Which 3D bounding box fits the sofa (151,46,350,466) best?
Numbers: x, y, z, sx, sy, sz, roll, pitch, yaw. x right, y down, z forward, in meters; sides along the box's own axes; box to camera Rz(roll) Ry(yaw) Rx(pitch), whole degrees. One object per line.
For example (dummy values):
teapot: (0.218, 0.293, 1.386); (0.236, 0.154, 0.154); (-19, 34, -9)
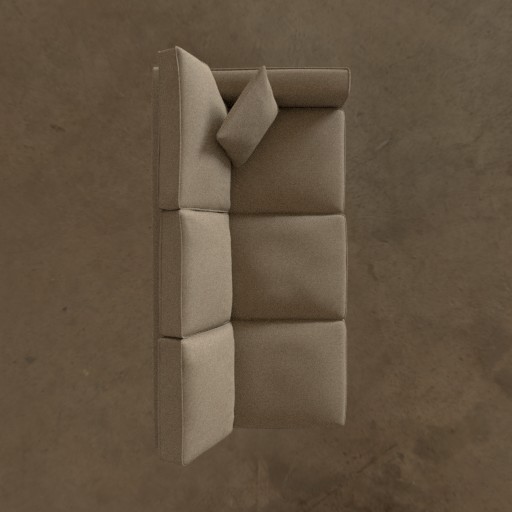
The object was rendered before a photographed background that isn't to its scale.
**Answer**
sofa: (0.000, 0.000, 2.482); (1.034, 0.946, 1.963); (0, 91, 1)
